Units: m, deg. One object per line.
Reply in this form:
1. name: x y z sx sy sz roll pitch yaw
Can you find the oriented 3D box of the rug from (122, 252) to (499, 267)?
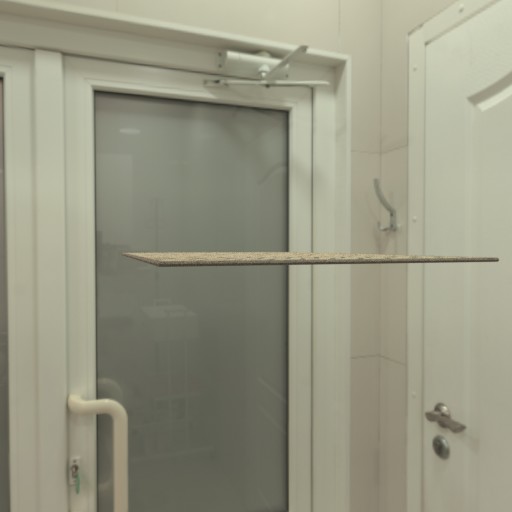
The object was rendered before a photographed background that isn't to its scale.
1. rug: 0.000 0.000 2.258 1.219 0.016 1.829 0 1 -20
